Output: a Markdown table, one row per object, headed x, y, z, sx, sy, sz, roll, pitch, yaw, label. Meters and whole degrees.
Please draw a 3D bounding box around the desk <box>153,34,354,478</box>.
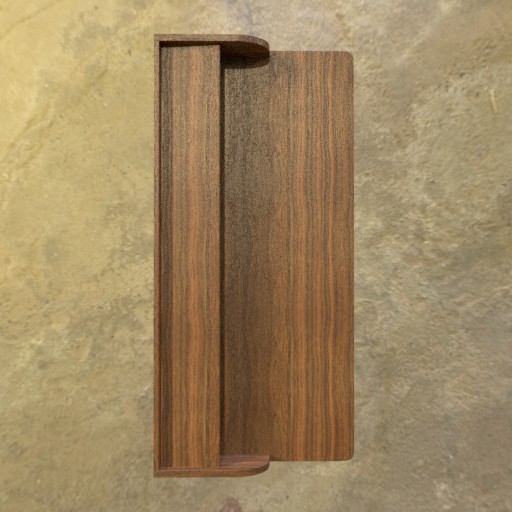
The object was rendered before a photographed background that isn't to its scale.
| x | y | z | sx | sy | sz | roll | pitch | yaw | label |
| --- | --- | --- | --- | --- | --- | --- | --- | --- | --- |
| 0.000 | 0.000 | 1.624 | 0.565 | 0.854 | 1.200 | 0 | 90 | -1 | desk |
